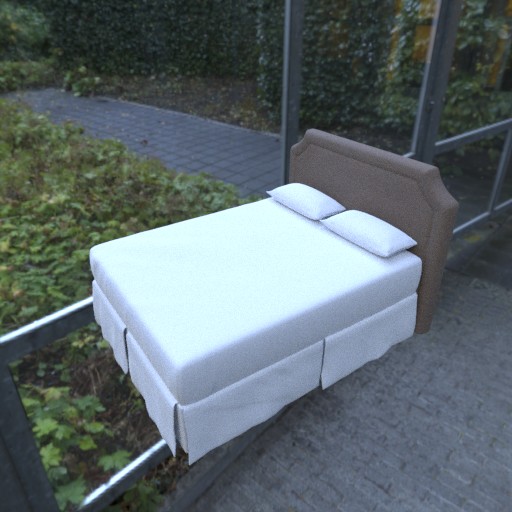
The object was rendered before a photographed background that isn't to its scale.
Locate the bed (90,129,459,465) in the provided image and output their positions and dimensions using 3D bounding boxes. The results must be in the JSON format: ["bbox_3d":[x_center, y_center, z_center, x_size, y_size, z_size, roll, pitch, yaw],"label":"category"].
[{"bbox_3d":[0.000,0.000,3.205,2.116,1.290,1.693,-19,35,-29],"label":"bed"}]
